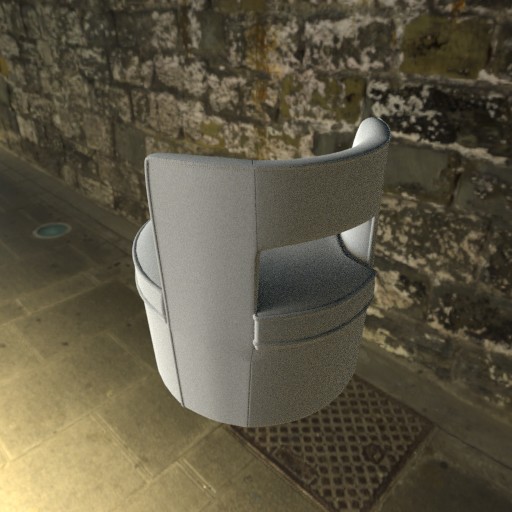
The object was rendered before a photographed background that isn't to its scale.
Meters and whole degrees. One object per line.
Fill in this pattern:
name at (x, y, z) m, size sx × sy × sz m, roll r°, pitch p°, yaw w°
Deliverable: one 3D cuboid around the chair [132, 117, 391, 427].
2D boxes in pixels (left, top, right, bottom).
chair at (0.000, 0.000, 1.220) m, size 0.650 × 0.723 × 0.665 m, roll -17°, pitch 34°, yaw -28°
